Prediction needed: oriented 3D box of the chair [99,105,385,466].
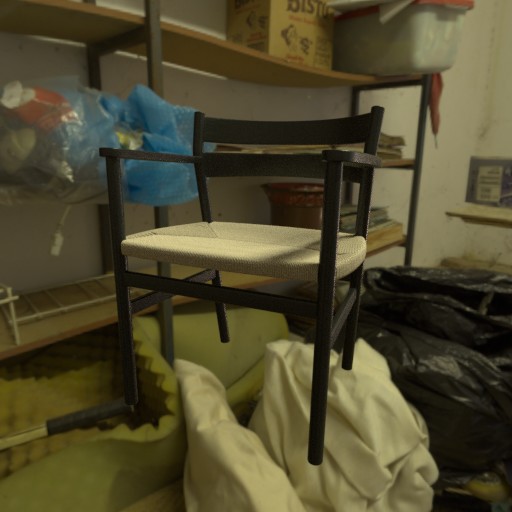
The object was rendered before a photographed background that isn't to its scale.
[{"bbox_3d":[0.000,0.000,1.199,0.630,0.775,0.508,7,16,25],"label":"chair"}]
